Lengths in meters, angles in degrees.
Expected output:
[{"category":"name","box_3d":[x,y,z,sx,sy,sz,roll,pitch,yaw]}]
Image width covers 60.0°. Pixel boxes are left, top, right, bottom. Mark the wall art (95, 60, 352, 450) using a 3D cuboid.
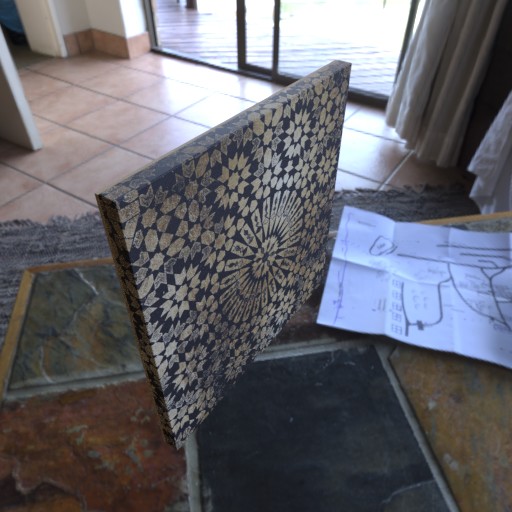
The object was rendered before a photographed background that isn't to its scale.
[{"category":"wall art","box_3d":[0.000,0.000,0.907,0.038,0.612,0.612,25,47,26]}]
